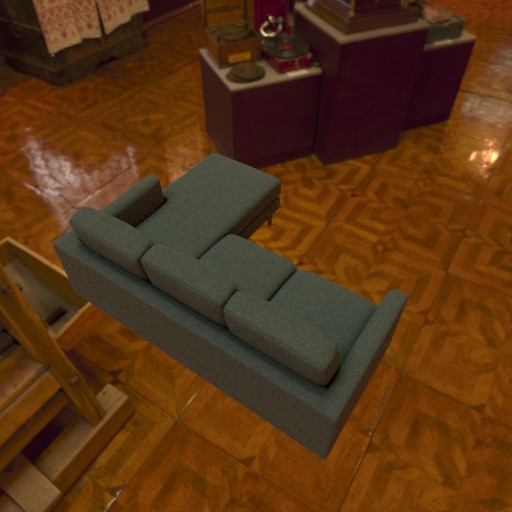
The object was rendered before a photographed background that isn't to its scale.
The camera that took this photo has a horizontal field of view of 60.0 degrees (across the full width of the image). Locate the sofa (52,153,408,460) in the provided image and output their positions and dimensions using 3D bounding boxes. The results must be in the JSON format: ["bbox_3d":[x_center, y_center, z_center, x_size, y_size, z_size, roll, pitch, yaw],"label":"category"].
[{"bbox_3d":[0.000,0.000,3.067,2.055,0.957,1.667,27,52,23],"label":"sofa"}]
